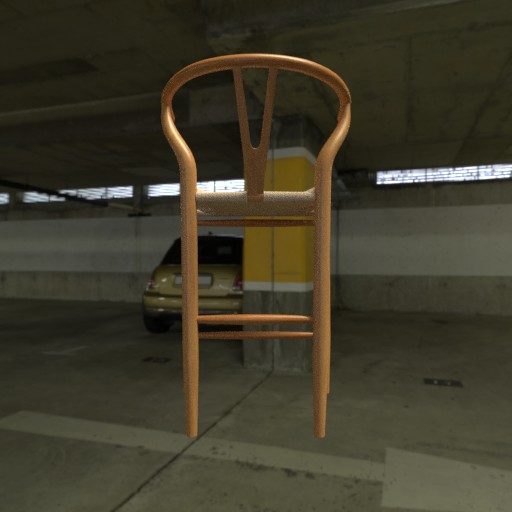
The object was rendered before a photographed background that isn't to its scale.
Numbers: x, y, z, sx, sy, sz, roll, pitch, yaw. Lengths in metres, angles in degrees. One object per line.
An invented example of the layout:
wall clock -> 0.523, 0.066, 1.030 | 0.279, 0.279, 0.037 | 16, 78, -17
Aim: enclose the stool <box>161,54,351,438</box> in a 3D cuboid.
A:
stool -> 0.000, 0.000, 1.342 | 0.569, 0.970, 0.579 | 0, -1, 0
